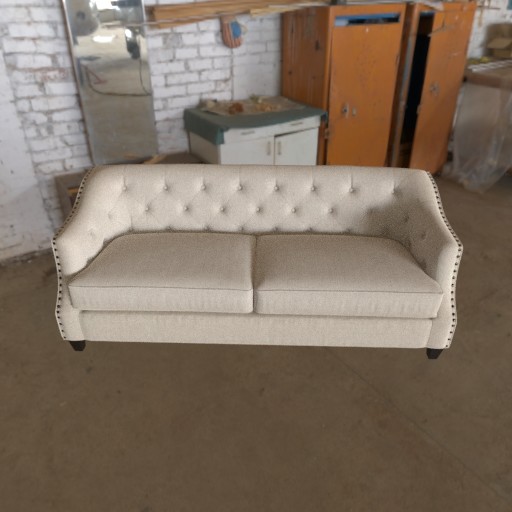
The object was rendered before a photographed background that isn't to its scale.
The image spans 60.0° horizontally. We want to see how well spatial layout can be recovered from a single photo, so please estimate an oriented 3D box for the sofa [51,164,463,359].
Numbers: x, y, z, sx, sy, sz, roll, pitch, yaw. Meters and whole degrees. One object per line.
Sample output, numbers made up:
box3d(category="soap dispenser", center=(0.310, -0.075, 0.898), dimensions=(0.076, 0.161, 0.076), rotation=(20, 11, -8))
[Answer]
box3d(category="sofa", center=(0.000, 0.000, 2.752), dimensions=(2.235, 0.901, 0.914), rotation=(1, 32, 2))
